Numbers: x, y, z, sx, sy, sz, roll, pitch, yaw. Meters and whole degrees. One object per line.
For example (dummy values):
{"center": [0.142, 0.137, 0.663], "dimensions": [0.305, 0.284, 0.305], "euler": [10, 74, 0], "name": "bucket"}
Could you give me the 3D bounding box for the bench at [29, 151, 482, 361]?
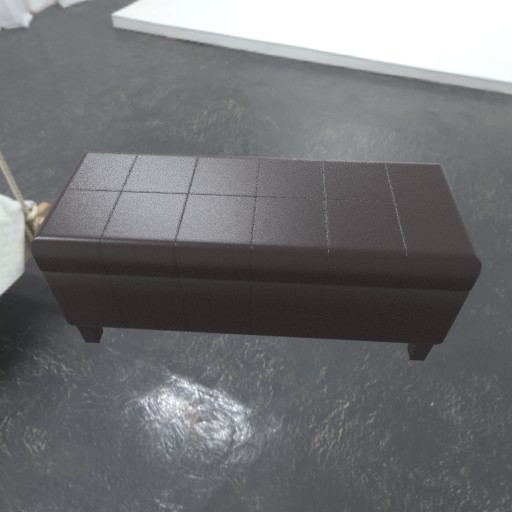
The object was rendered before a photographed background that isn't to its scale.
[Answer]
{"center": [0.000, 0.000, 1.346], "dimensions": [1.092, 0.457, 0.429], "euler": [3, 46, 2], "name": "bench"}
